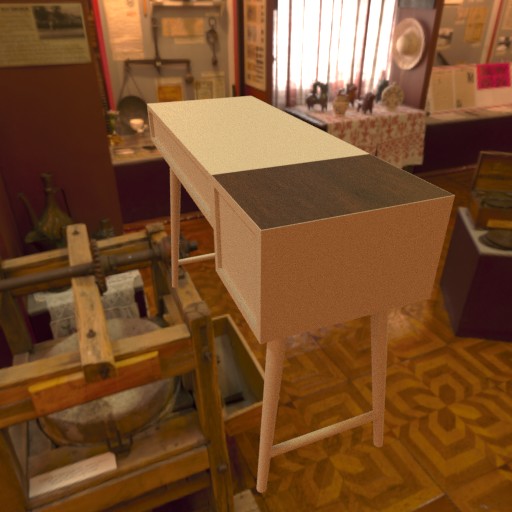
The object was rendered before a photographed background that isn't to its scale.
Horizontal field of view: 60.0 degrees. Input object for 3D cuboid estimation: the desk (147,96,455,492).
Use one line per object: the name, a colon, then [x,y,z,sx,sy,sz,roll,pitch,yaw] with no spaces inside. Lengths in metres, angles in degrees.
desk: [0.000,0.000,1.401,0.409,0.761,1.069,-11,32,-19]
